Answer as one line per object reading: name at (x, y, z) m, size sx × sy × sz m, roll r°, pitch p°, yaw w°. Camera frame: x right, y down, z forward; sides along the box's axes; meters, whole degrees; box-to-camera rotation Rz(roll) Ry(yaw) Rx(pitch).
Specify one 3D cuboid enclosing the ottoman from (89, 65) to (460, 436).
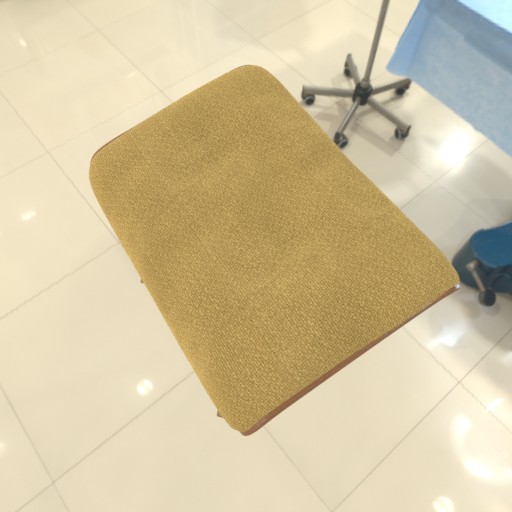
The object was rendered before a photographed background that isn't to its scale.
ottoman at (0.000, 0.000, 0.801) m, size 0.394 × 0.391 × 0.520 m, roll -30°, pitch 66°, yaw -15°
